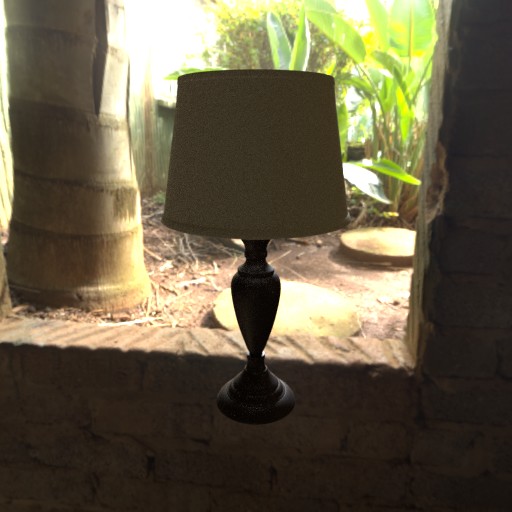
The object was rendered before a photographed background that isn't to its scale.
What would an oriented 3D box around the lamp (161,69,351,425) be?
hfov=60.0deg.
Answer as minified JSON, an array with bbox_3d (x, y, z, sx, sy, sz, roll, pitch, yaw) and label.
[{"bbox_3d":[0.000,0.000,0.819,0.335,0.611,0.335,0,16,0],"label":"lamp"}]
